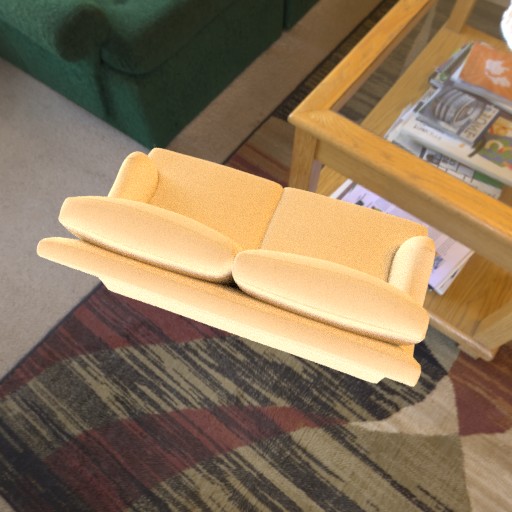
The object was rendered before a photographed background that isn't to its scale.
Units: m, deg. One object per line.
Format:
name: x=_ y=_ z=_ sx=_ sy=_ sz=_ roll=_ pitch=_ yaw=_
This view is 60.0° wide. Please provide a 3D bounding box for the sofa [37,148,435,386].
sofa: x=0.000 y=0.000 z=2.527 sx=1.853 sy=1.101 sz=1.084 roll=18 pitch=65 yaw=9
